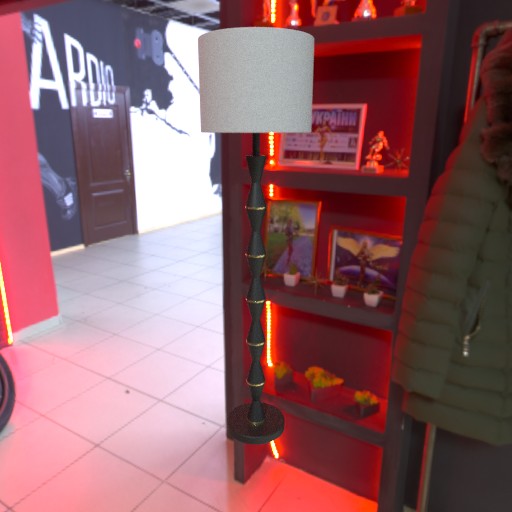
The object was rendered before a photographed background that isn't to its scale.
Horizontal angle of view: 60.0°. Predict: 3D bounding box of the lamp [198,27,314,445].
[{"bbox_3d":[0.000,0.000,1.661,0.381,1.480,0.381,-8,18,-25],"label":"lamp"}]
